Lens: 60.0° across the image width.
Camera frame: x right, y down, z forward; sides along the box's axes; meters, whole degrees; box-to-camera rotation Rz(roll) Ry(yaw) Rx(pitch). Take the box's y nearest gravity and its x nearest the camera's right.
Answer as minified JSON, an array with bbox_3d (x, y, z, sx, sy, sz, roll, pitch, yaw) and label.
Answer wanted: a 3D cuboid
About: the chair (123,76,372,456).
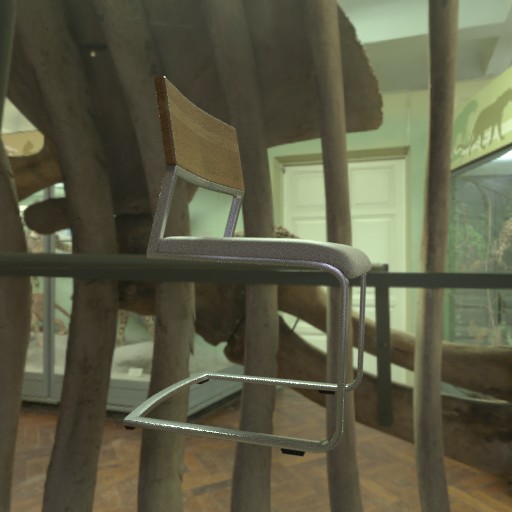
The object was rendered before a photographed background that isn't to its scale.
[{"bbox_3d":[0.000,0.000,1.206,0.585,0.844,0.467,0,0,19],"label":"chair"}]
